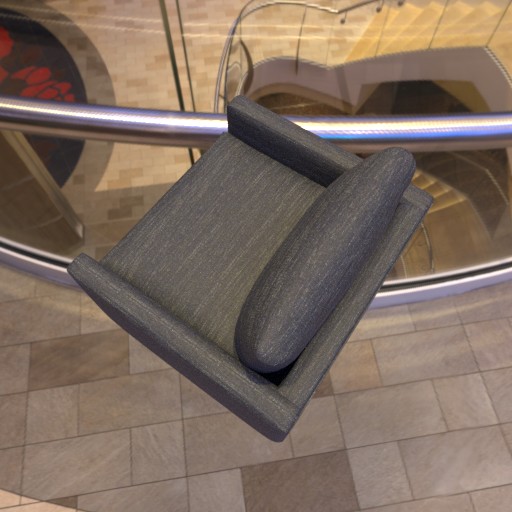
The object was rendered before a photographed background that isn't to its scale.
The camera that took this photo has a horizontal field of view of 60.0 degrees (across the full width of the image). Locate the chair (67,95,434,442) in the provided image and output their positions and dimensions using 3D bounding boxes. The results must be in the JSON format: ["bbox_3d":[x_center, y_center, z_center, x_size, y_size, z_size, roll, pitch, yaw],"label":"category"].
[{"bbox_3d":[0.000,0.000,1.630,0.866,0.861,0.963,32,68,15],"label":"chair"}]
